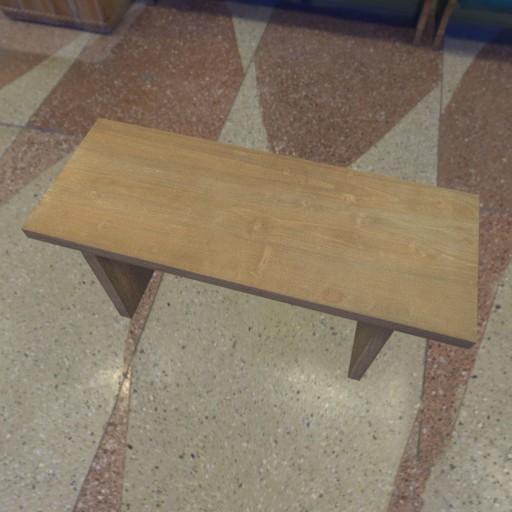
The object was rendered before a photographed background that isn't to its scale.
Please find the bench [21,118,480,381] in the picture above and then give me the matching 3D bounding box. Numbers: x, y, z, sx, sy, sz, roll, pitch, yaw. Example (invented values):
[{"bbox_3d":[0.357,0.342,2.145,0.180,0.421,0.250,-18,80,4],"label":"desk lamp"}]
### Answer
[{"bbox_3d":[0.000,0.000,1.414,1.183,0.458,0.458,13,59,8],"label":"bench"}]
